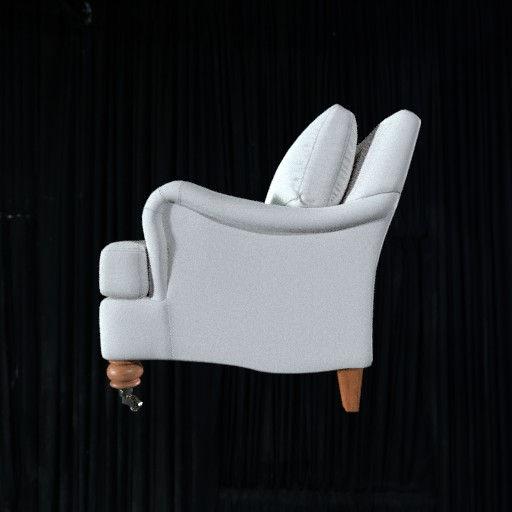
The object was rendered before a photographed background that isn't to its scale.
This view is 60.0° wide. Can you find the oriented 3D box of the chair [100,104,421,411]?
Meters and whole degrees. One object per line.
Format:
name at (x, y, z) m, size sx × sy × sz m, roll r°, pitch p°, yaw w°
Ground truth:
chair at (0.000, 0.000, 1.868) m, size 1.070 × 1.038 × 0.955 m, roll 0°, pitch 0°, yaw -1°
